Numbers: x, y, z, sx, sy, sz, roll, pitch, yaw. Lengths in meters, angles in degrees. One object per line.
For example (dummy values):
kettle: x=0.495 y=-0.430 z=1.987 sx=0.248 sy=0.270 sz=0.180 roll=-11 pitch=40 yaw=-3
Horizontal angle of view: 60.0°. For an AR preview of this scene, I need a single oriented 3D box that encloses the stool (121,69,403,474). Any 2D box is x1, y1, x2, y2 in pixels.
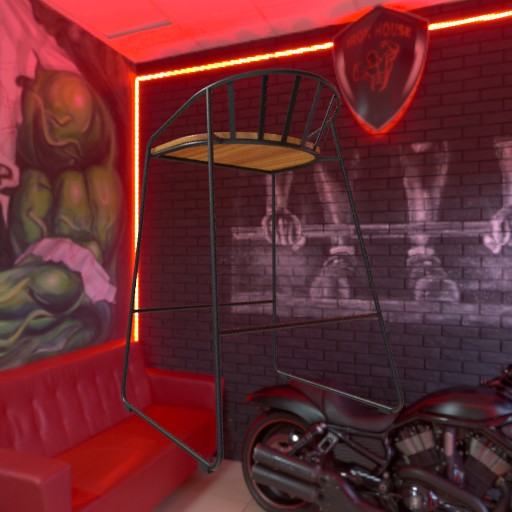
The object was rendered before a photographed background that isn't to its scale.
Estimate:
stool: x=0.000 y=0.000 z=1.164 sx=0.546 sy=0.812 sz=0.521 roll=0 pitch=0 yaw=-36
